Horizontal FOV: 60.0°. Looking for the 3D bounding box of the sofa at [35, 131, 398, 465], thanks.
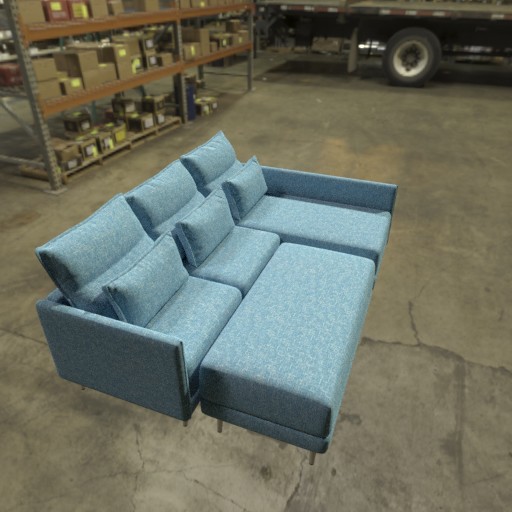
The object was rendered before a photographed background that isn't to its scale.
[{"bbox_3d":[0.000,0.000,2.718,1.420,0.899,2.034,12,34,18],"label":"sofa"}]
